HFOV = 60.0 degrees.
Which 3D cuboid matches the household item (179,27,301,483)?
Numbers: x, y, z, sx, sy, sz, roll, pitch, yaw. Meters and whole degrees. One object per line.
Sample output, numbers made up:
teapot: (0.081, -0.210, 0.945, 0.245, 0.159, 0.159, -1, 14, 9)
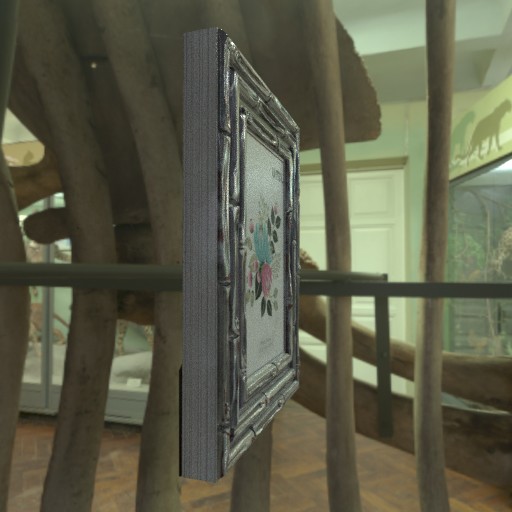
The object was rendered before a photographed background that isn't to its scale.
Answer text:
household item: (0.000, 0.000, 0.290, 0.025, 0.216, 0.165, 0, -1, 18)
